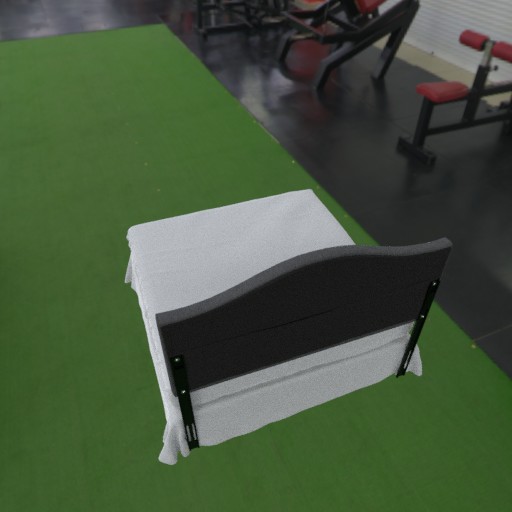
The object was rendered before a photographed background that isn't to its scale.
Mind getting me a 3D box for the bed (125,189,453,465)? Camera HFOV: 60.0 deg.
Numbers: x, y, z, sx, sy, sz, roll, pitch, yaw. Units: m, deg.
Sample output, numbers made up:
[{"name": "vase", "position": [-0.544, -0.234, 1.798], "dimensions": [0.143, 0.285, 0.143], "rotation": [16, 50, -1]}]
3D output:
[{"name": "bed", "position": [0.000, 0.000, 3.804], "dimensions": [2.314, 1.651, 2.219], "rotation": [-14, 43, -15]}]
